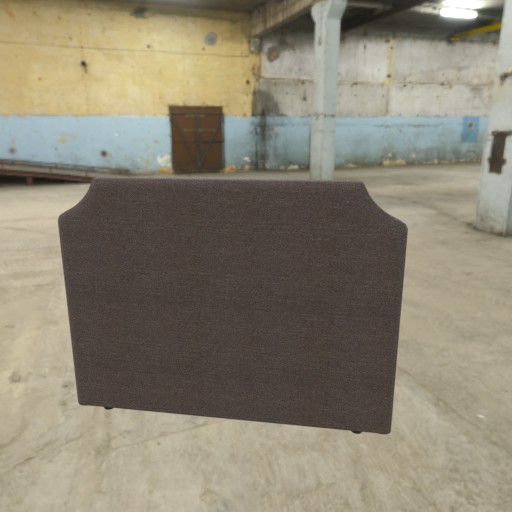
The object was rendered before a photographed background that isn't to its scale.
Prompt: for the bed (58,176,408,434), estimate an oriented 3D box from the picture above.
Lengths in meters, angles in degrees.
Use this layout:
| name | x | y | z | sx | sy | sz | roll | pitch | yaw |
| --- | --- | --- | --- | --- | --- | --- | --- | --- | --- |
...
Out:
| name | x | y | z | sx | sy | sz | roll | pitch | yaw |
| --- | --- | --- | --- | --- | --- | --- | --- | --- | --- |
| bed | 0.000 | 0.000 | 3.181 | 1.693 | 1.290 | 2.116 | 2 | 16 | 8 |
